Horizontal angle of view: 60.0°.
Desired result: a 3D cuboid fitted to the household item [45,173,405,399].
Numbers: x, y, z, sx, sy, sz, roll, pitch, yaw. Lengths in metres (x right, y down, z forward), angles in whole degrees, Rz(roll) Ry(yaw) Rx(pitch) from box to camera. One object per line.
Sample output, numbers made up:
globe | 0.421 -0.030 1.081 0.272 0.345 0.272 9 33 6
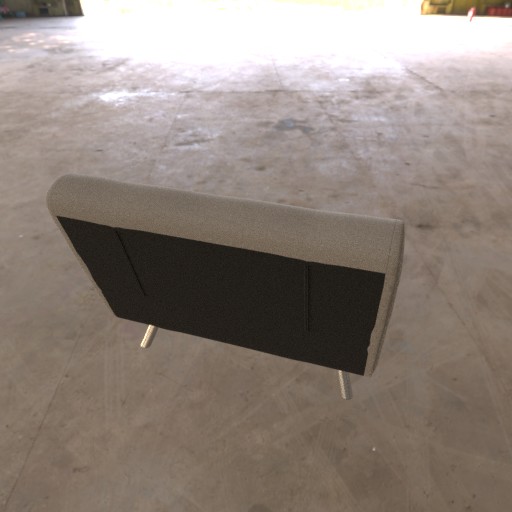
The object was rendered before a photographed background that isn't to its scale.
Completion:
household item | 0.000 0.000 1.658 1.000 0.800 0.874 10 34 15
